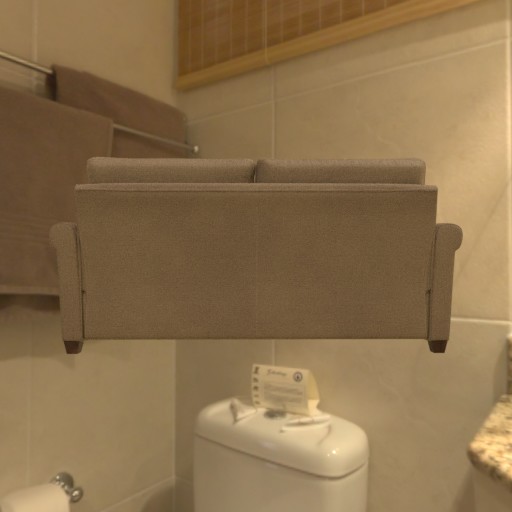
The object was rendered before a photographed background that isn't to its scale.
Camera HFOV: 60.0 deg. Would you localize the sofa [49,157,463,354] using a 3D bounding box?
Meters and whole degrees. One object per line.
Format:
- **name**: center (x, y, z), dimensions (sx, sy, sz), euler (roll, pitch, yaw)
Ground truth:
- **sofa**: center (0.000, 0.000, 2.388), dimensions (1.935, 0.942, 0.842), euler (0, -1, -1)
